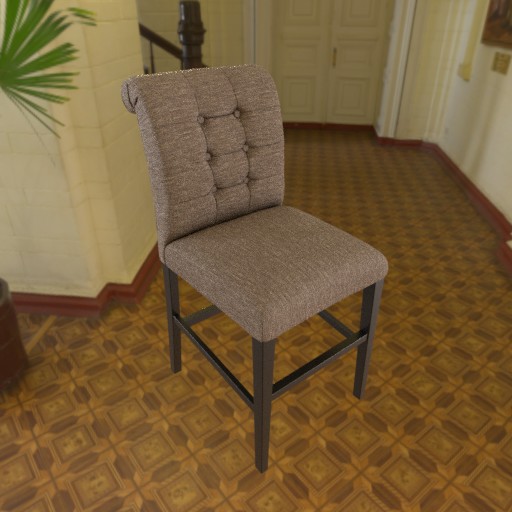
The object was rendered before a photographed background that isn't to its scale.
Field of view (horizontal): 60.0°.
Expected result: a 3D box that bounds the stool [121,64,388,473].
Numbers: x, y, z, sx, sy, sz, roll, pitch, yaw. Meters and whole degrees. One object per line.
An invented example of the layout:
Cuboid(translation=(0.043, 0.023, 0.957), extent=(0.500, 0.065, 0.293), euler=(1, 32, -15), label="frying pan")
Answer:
Cuboid(translation=(0.000, 0.000, 1.298), extent=(0.457, 0.970, 0.611), euler=(-22, 37, -33), label="stool")
